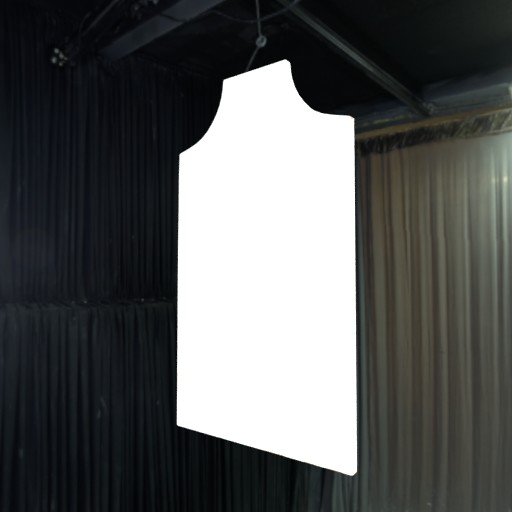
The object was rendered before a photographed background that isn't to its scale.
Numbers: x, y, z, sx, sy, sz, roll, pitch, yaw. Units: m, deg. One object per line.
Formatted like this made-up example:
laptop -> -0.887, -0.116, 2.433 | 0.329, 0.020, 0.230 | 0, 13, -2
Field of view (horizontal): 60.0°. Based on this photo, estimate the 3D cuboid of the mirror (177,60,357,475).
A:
mirror -> 0.000, 0.000, 0.853 | 0.403, 0.717, 0.022 | -2, -3, 36
